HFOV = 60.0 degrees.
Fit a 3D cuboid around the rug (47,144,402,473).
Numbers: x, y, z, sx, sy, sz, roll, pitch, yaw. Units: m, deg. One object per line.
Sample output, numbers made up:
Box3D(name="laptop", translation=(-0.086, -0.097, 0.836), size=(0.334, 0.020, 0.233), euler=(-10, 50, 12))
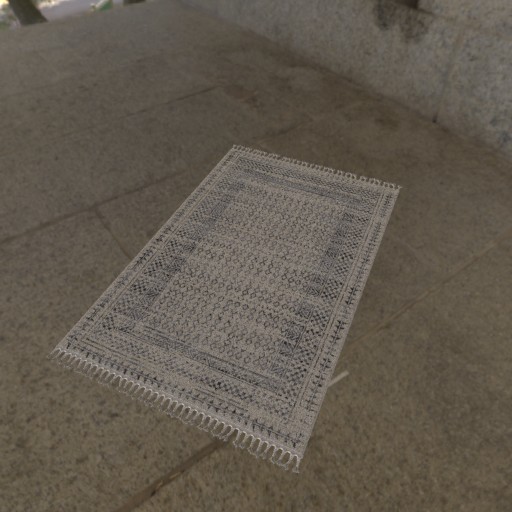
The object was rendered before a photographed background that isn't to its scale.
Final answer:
Box3D(name="rug", translation=(0.000, 0.000, 3.096), size=(1.548, 0.013, 2.486), euler=(18, 49, 17))
